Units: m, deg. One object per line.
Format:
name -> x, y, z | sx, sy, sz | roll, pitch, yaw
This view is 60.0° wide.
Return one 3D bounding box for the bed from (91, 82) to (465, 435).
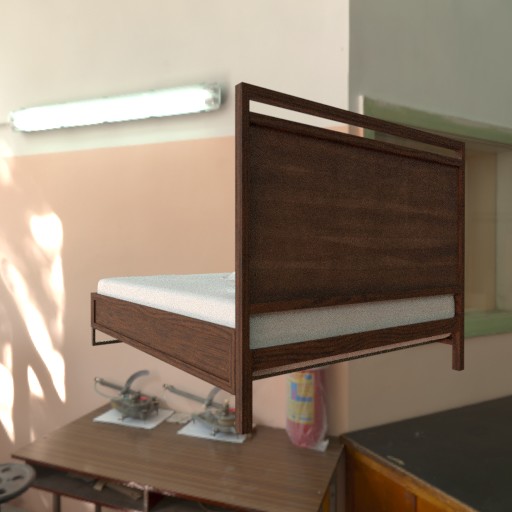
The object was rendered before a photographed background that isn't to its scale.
bed -> 0.000, 0.000, 3.277 | 1.765, 1.487, 2.218 | 0, 1, -36
